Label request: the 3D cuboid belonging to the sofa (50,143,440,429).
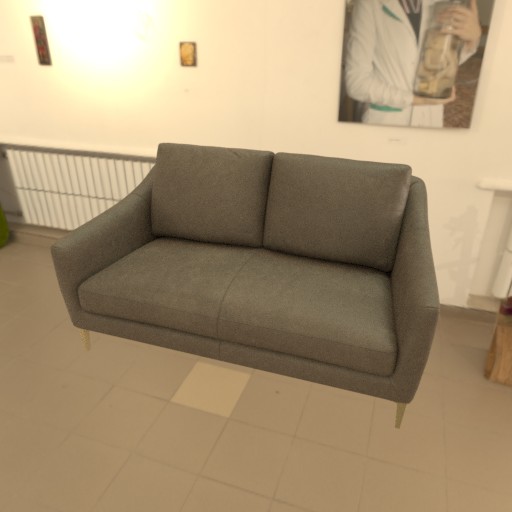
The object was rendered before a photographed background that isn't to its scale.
[{"bbox_3d":[0.000,0.000,2.160,1.619,0.902,0.960,9,28,17],"label":"sofa"}]
